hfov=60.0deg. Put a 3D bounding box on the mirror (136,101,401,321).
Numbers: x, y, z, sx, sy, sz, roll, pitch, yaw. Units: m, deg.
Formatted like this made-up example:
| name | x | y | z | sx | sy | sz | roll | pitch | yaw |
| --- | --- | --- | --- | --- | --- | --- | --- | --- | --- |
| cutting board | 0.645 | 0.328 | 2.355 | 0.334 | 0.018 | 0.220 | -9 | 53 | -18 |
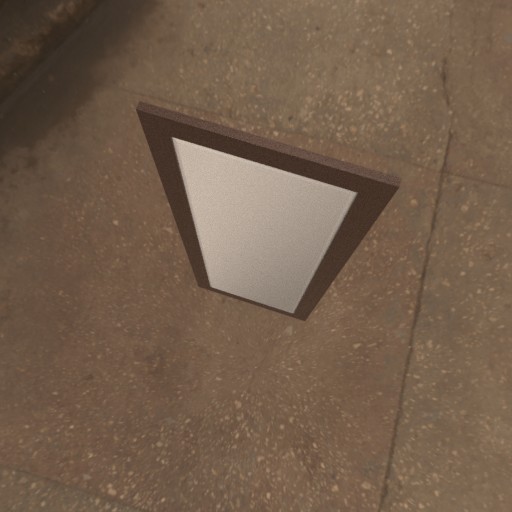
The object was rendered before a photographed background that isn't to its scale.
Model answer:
| name | x | y | z | sx | sy | sz | roll | pitch | yaw |
| --- | --- | --- | --- | --- | --- | --- | --- | --- | --- |
| mirror | 0.000 | 0.000 | 2.262 | 0.812 | 2.020 | 0.221 | 18 | 77 | 4 |
